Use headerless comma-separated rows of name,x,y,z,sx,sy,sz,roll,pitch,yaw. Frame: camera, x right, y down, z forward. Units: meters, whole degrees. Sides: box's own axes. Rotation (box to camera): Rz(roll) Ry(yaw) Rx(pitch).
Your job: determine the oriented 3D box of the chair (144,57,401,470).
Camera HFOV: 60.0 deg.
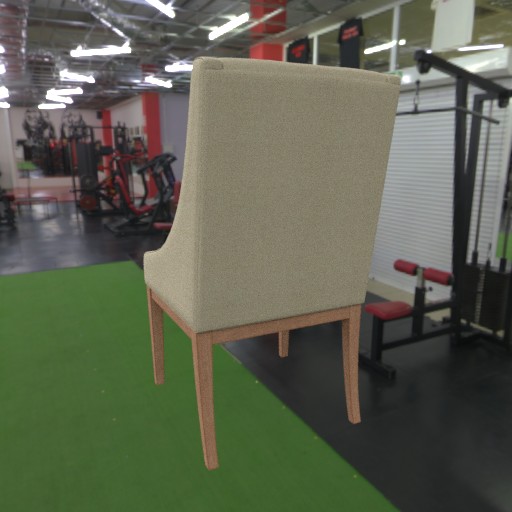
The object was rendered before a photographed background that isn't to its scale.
chair,0.000,0.000,1.375,0.575,1.021,0.611,-6,15,-25
